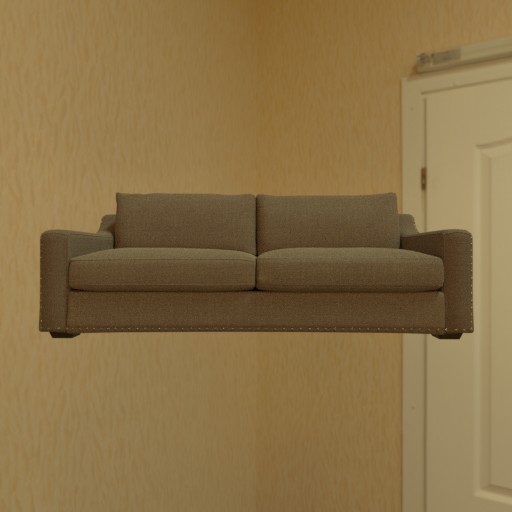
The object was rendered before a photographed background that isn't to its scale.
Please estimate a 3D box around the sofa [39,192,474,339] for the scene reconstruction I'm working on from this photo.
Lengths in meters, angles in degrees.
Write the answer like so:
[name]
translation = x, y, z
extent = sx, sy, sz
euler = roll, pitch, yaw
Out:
[sofa]
translation = 0.000, 0.000, 2.700
extent = 2.208, 0.857, 1.000
euler = 0, 0, 1
